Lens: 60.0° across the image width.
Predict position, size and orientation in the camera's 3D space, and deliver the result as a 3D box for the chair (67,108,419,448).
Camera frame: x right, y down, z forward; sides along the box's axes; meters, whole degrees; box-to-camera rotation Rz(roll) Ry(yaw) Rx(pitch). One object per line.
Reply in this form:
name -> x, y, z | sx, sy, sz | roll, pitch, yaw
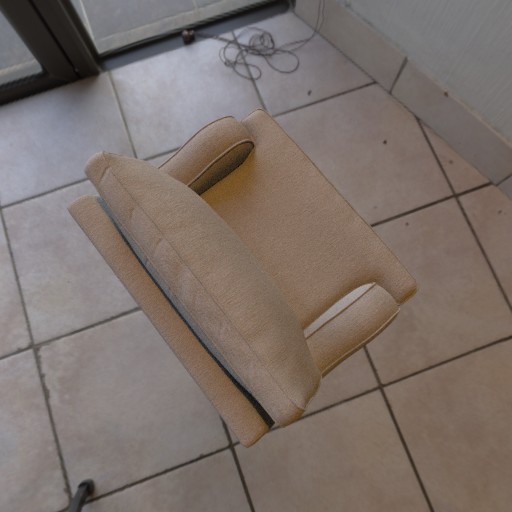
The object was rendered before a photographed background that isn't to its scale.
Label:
chair -> 0.000, 0.000, 2.058 | 1.041, 1.016, 1.220 | -38, 80, -8
